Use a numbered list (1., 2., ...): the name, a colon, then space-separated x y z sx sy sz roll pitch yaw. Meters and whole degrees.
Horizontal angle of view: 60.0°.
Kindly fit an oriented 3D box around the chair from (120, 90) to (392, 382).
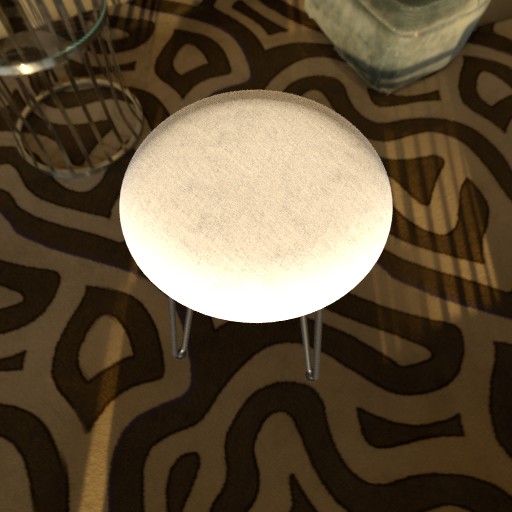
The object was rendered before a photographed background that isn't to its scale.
1. chair: 0.000 0.000 0.649 0.350 0.386 0.350 -33 67 -15
